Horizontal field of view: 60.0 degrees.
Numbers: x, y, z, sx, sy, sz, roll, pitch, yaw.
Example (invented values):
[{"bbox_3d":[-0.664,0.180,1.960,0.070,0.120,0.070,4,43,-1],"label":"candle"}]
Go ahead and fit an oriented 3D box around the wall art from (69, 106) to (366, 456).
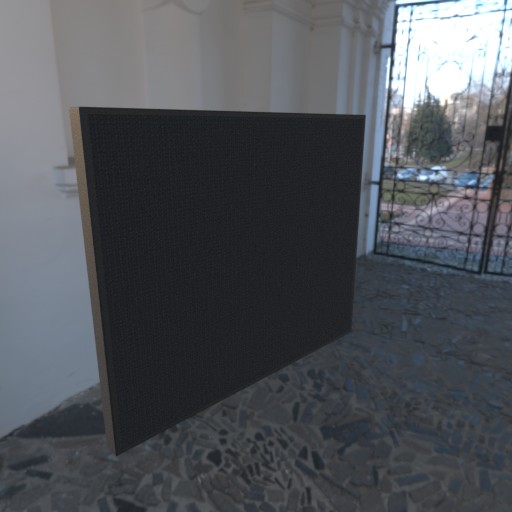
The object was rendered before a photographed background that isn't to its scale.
[{"bbox_3d":[0.000,0.000,0.741,0.559,0.458,0.029,-15,22,-41],"label":"wall art"}]
